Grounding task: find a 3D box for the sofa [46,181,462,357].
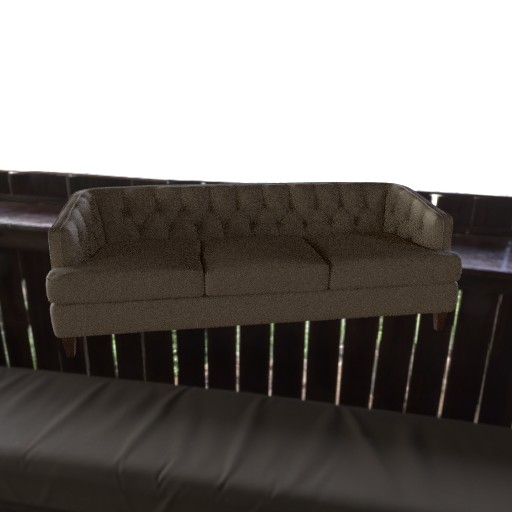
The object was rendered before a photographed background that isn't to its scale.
[{"bbox_3d":[0.000,0.000,2.741,2.235,0.788,0.913,-3,17,-8],"label":"sofa"}]
